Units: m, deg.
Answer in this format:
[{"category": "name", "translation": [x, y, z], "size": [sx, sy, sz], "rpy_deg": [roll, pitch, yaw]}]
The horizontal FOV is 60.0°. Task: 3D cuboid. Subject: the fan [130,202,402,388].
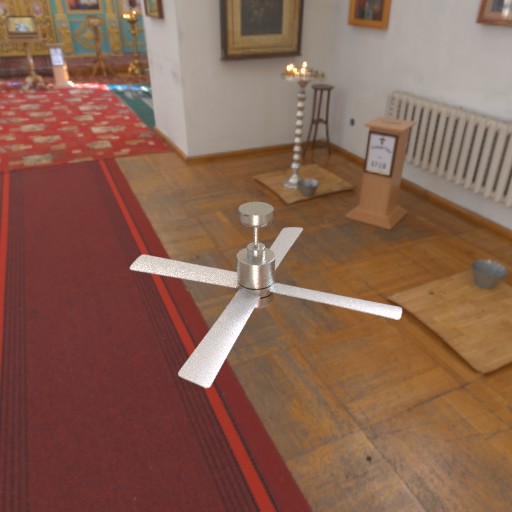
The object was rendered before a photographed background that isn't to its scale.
[{"category": "fan", "translation": [0.000, 0.000, 2.322], "size": [1.525, 0.539, 1.525], "rpy_deg": [10, 31, 18]}]
